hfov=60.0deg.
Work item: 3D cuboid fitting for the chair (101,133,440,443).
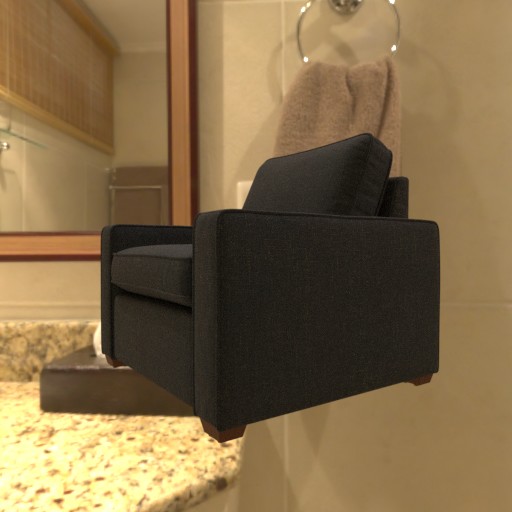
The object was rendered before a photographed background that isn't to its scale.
[{"bbox_3d":[0.000,0.000,1.723,0.940,0.919,1.017,-1,1,-35],"label":"chair"}]
